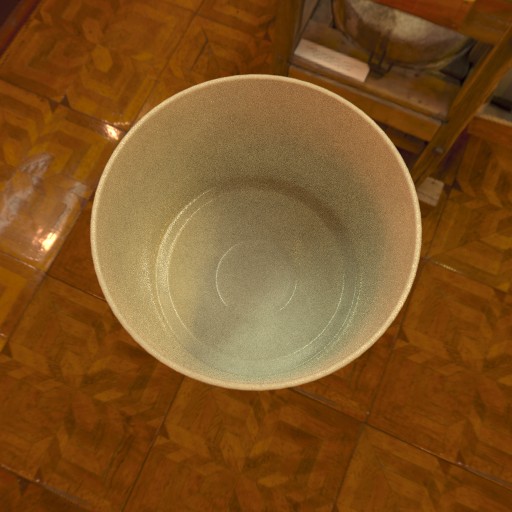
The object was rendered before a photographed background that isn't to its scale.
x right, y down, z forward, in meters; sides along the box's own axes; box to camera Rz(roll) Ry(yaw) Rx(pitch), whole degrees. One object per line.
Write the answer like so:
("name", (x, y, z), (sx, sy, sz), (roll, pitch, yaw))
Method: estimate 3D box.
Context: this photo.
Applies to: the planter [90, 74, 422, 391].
("planter", (0.000, 0.000, 0.342), (0.190, 0.181, 0.190), (0, 76, 0))
